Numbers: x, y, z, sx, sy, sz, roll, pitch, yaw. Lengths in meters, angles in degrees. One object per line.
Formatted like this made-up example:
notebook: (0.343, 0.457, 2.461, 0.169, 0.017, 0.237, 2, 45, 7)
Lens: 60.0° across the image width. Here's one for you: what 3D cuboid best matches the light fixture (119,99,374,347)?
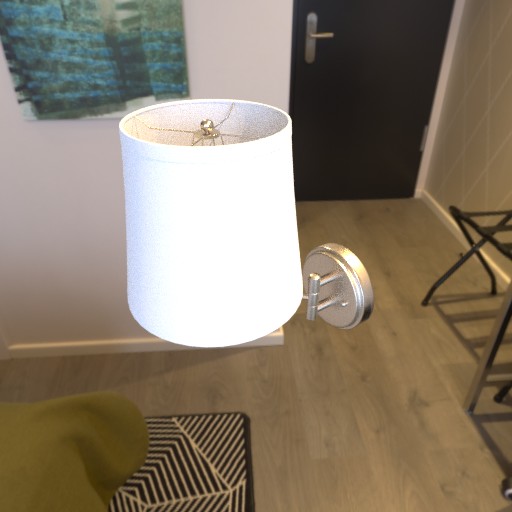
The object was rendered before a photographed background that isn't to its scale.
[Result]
light fixture: (0.000, 0.000, 0.592, 0.348, 0.381, 0.223, -20, 38, -29)
